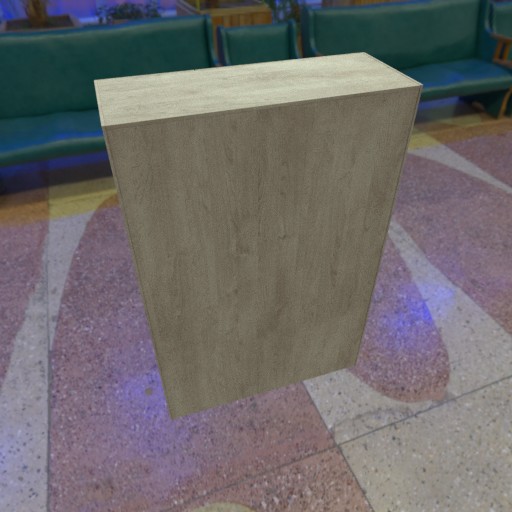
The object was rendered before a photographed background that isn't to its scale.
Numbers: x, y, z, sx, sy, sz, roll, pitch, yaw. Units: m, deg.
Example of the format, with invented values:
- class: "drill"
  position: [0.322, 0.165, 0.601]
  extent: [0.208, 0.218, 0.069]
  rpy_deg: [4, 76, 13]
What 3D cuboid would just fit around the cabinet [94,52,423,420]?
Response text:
- class: "cabinet"
  position: [0.000, 0.000, 2.477]
  extent: [1.290, 1.910, 0.510]
  rpy_deg: [-12, 41, -14]
